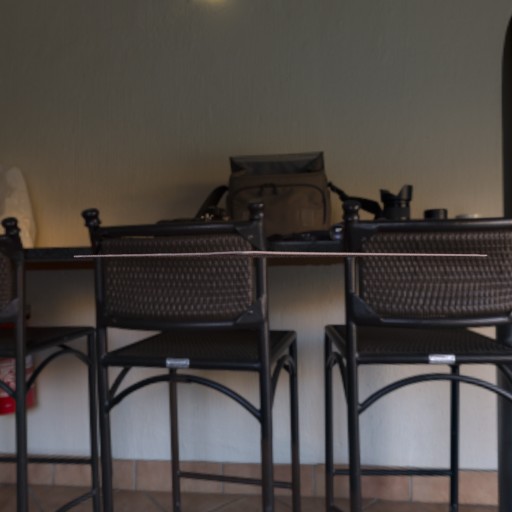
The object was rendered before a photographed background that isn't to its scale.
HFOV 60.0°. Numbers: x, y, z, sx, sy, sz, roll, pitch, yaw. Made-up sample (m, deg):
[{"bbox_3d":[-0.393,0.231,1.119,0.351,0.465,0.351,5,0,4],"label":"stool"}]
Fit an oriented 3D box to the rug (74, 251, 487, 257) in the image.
[{"bbox_3d":[0.000,0.000,4.142,2.479,0.023,3.092,0,0,-37],"label":"rug"}]
